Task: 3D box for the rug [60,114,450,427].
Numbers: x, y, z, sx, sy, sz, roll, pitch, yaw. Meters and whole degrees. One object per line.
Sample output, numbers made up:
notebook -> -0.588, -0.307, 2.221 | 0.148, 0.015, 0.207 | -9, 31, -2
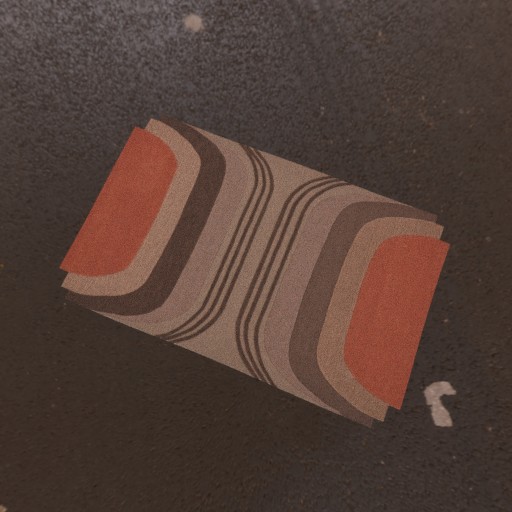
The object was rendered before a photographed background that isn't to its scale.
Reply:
rug -> 0.000, 0.000, 3.066 | 2.446, 0.017, 1.530 | 22, 76, 6
